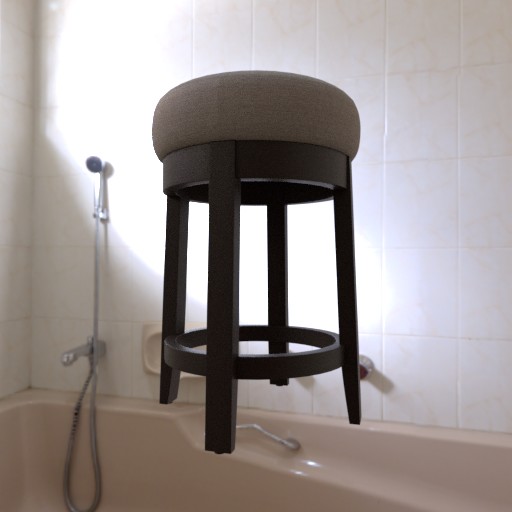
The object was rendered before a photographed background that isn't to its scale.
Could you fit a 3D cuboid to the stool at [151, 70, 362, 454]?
[{"bbox_3d":[0.000,0.000,0.960,0.443,0.672,0.443,0,-1,0],"label":"stool"}]
